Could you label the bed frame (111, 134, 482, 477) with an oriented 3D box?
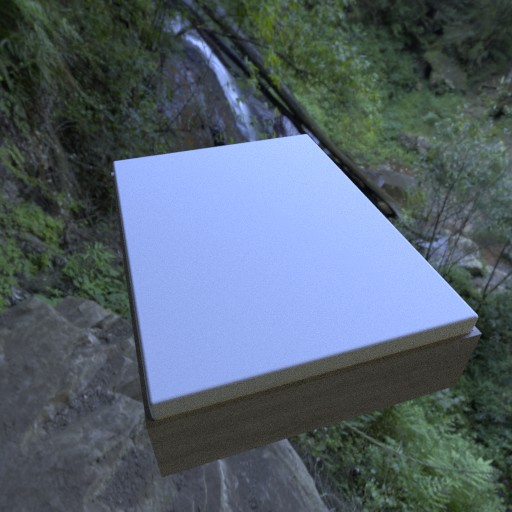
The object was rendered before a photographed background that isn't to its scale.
[{"bbox_3d":[0.000,0.000,2.570,1.448,0.490,1.944,-12,41,-14],"label":"bed frame"}]
